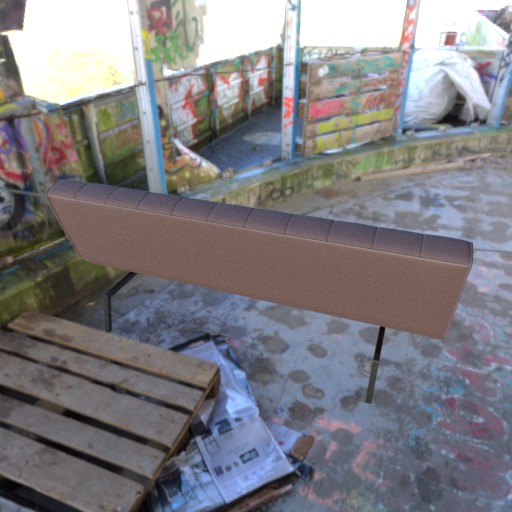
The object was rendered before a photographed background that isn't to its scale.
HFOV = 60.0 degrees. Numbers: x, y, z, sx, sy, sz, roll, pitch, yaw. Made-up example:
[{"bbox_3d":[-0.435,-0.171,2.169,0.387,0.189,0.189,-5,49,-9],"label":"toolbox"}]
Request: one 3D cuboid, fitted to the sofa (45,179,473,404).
[{"bbox_3d":[0.000,0.000,2.077,1.703,0.699,0.747,11,32,18],"label":"sofa"}]
